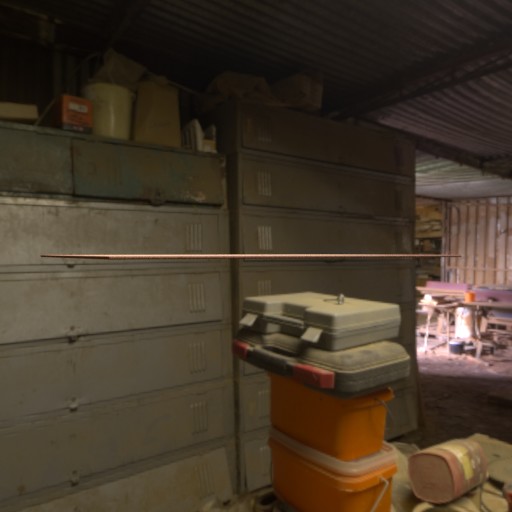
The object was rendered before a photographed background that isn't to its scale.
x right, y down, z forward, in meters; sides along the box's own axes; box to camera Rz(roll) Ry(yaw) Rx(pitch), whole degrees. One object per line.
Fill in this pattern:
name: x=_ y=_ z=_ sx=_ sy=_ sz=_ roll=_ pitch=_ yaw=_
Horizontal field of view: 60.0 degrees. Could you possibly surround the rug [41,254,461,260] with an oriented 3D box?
rug: x=0.000 y=0.000 z=3.016 sx=2.438 sy=0.014 sz=1.524 roll=0 pitch=0 yaw=-35
